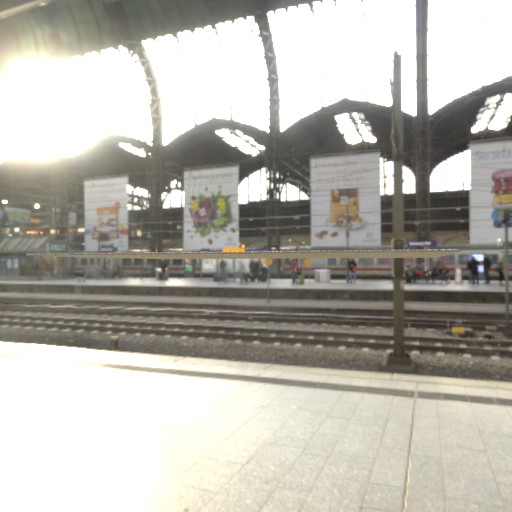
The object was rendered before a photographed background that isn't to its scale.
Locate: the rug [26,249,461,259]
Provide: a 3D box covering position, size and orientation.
[{"bbox_3d":[0.000,0.000,2.256,1.783,0.008,1.175,0,-1,19],"label":"rug"}]
